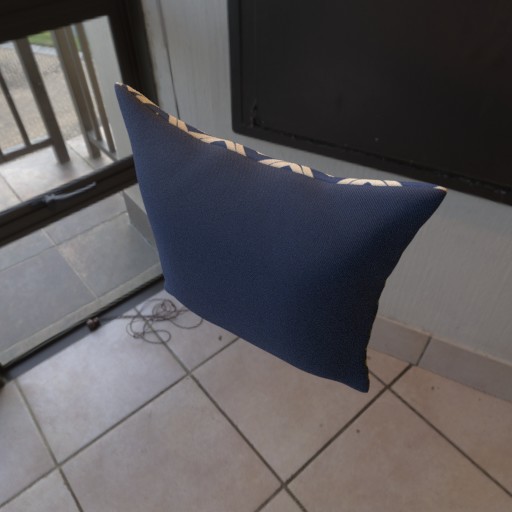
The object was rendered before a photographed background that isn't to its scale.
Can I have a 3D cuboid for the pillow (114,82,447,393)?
[{"bbox_3d":[0.000,0.000,0.765,0.504,0.494,0.188,24,51,21],"label":"pillow"}]
